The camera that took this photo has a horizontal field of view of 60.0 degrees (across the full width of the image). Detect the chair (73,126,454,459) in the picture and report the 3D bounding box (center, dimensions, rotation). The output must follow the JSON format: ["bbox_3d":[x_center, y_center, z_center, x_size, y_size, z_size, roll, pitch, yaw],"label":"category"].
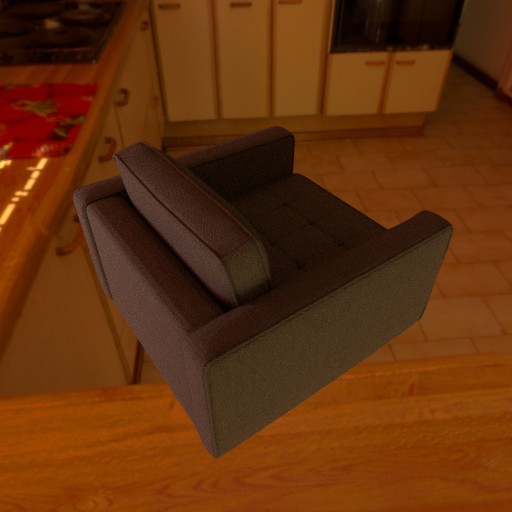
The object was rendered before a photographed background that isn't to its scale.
[{"bbox_3d":[0.000,0.000,1.558,0.919,0.770,0.899,-25,47,-26],"label":"chair"}]
